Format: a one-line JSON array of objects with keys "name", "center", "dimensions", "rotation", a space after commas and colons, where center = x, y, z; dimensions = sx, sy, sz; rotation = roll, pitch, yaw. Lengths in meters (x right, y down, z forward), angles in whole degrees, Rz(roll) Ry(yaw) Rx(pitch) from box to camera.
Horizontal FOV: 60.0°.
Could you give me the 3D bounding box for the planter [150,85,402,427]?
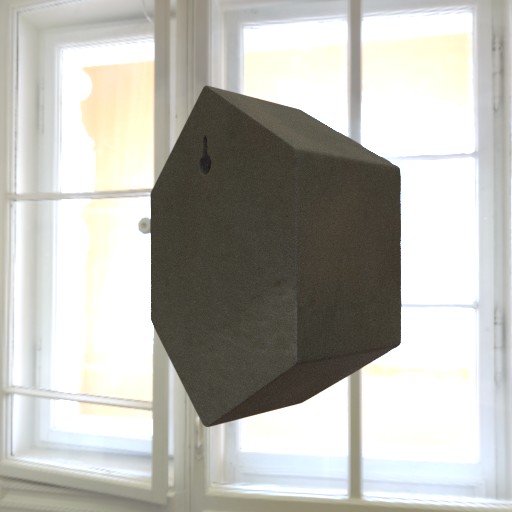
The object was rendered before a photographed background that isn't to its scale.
[{"name": "planter", "center": [0.000, 0.000, 0.290], "dimensions": [0.077, 0.206, 0.169], "rotation": [0, 0, -36]}]
